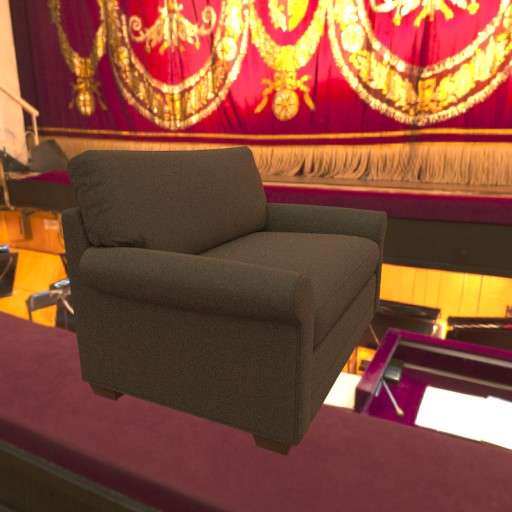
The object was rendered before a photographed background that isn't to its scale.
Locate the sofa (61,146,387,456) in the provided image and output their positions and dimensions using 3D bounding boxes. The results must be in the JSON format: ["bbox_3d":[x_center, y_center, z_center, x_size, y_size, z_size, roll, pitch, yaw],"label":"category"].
[{"bbox_3d":[0.000,0.000,2.006,0.940,0.953,1.410,7,16,25],"label":"sofa"}]
